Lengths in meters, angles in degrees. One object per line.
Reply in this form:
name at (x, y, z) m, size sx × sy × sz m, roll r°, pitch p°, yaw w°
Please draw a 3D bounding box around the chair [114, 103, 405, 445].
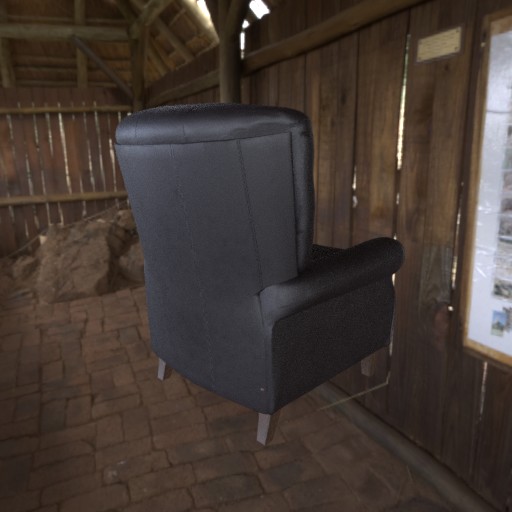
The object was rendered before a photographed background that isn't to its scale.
chair at (0.000, 0.000, 1.877) m, size 1.058 × 1.158 × 0.948 m, roll -13°, pitch 18°, yaw -43°
